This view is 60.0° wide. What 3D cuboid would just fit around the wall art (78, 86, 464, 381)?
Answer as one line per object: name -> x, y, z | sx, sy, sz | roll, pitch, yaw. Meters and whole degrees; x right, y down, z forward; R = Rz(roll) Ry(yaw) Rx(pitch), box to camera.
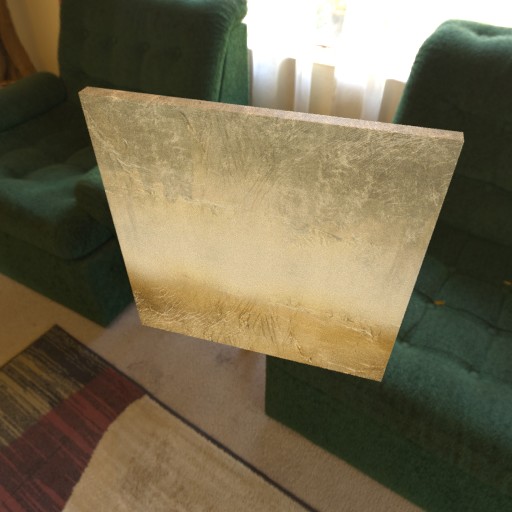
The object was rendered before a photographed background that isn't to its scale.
wall art -> 0.000, 0.000, 1.600 | 1.092, 1.091, 0.051 | 11, 43, 12
